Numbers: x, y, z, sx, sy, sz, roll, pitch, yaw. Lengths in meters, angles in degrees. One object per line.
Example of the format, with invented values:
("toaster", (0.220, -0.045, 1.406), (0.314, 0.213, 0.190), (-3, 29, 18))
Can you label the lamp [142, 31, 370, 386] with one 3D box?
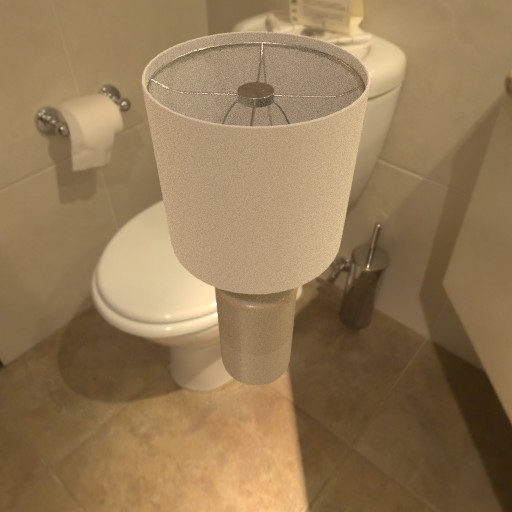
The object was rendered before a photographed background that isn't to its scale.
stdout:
("lamp", (0.000, 0.000, 0.591), (0.212, 0.493, 0.212), (3, 45, 3))
